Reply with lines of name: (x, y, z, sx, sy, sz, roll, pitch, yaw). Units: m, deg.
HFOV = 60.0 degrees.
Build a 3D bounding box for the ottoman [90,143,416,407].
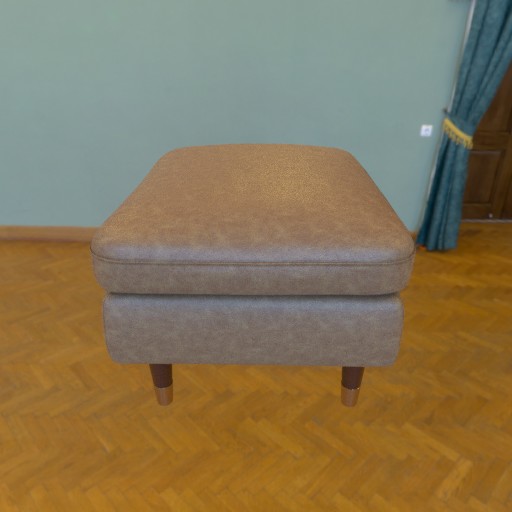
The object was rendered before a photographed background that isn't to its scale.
ottoman: (0.000, 0.000, 1.136, 0.593, 0.478, 0.747, 0, 26, 1)
